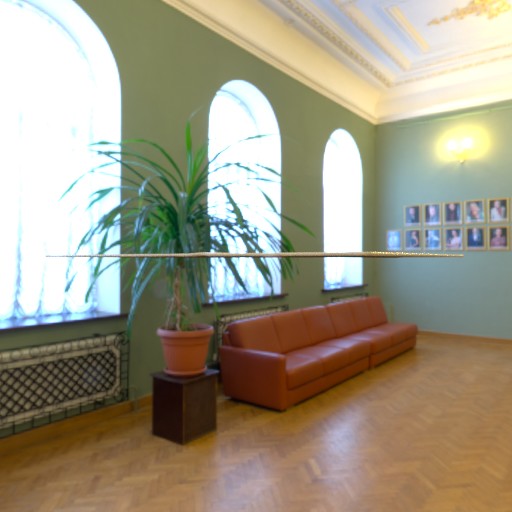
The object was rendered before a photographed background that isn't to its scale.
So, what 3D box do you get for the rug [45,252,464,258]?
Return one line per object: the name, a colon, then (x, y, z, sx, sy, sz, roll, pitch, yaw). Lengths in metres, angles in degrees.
rug: (0.000, 0.000, 4.818, 3.659, 0.037, 2.734, 0, 0, 36)
